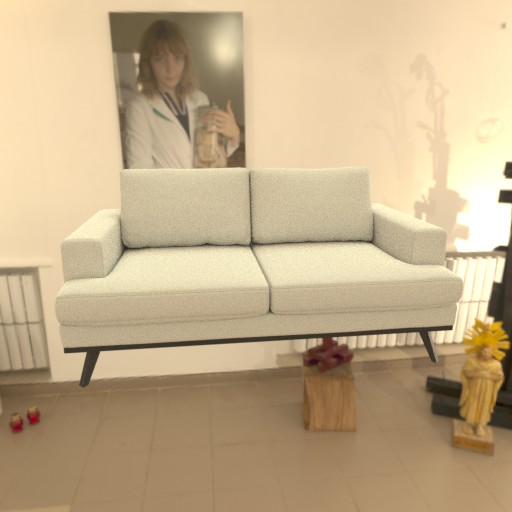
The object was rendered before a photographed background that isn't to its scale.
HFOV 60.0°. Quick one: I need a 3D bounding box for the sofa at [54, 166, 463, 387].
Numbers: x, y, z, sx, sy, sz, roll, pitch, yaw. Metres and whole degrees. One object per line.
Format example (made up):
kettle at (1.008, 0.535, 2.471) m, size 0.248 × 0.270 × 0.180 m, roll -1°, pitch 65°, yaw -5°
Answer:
sofa at (0.000, 0.000, 2.167) m, size 1.650 × 0.810 × 0.920 m, roll -2°, pitch 16°, yaw -7°
